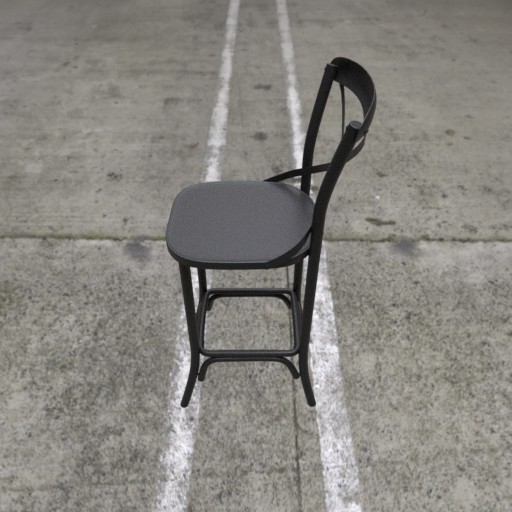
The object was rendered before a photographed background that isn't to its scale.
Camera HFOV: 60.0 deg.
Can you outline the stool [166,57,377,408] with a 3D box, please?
[{"bbox_3d":[0.000,0.000,1.476,0.584,1.168,0.457,0,41,0],"label":"stool"}]
